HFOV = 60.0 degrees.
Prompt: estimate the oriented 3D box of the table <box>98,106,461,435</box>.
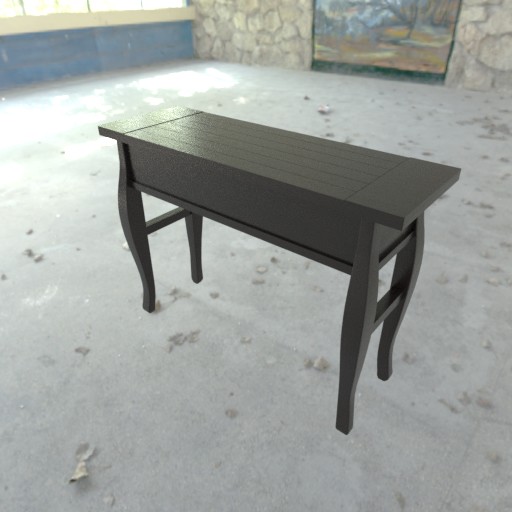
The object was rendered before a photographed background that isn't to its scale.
[{"bbox_3d":[0.000,0.000,1.499,1.062,0.768,0.373,23,39,32],"label":"table"}]
